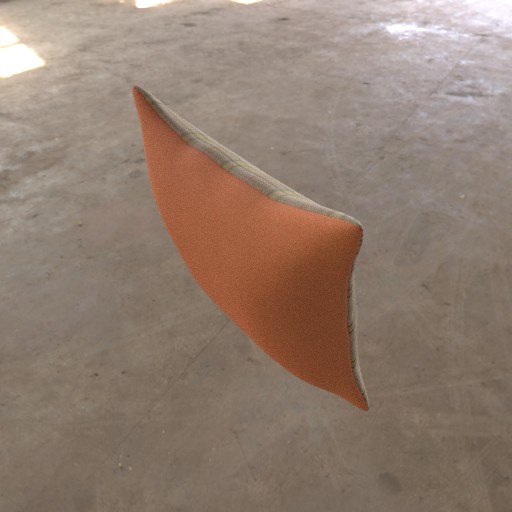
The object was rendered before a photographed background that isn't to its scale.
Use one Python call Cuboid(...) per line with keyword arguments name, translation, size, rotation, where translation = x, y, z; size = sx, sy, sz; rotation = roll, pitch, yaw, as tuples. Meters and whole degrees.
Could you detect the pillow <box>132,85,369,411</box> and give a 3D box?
Cuboid(name="pillow", translation=(0.000, 0.000, 0.692), size=(0.200, 0.430, 0.453), rotation=(-27, 47, -28))
